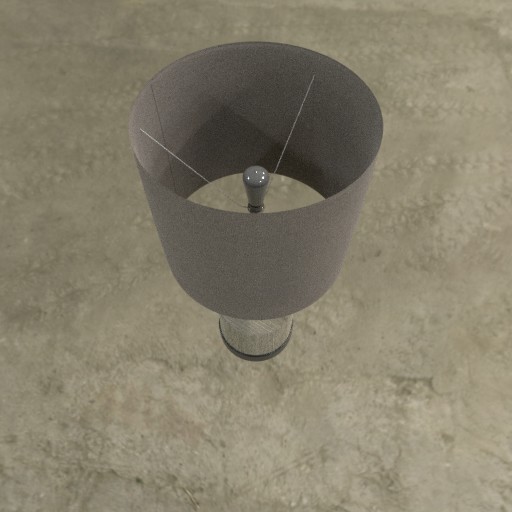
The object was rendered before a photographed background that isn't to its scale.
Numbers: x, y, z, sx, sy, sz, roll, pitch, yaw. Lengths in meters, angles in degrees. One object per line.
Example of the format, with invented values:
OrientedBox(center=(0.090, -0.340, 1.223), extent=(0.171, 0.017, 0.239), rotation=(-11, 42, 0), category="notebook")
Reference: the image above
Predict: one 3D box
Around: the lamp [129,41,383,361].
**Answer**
OrientedBox(center=(0.000, 0.000, 0.596), extent=(0.229, 0.470, 0.229), rotation=(30, 62, 18), category="lamp")
